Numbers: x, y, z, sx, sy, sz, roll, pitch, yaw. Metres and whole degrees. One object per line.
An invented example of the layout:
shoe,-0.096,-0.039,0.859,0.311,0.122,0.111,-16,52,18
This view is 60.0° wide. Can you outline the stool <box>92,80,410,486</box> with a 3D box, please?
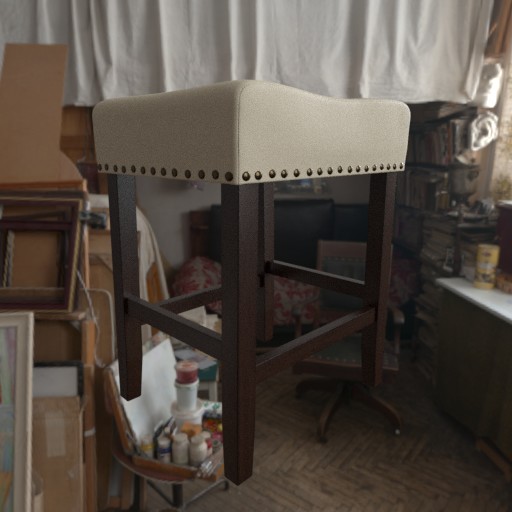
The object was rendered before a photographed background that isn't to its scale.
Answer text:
stool,0.000,0.000,0.908,0.401,0.609,0.471,13,19,43
